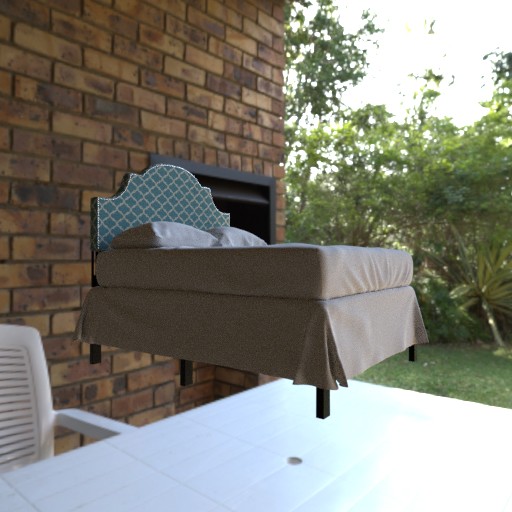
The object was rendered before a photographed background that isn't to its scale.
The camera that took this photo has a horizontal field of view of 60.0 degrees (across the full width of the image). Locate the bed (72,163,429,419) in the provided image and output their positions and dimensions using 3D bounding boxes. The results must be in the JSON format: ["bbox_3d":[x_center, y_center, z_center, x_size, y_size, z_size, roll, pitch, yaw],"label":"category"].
[{"bbox_3d":[0.000,0.000,3.427,2.222,1.633,1.780,0,0,36],"label":"bed"}]
